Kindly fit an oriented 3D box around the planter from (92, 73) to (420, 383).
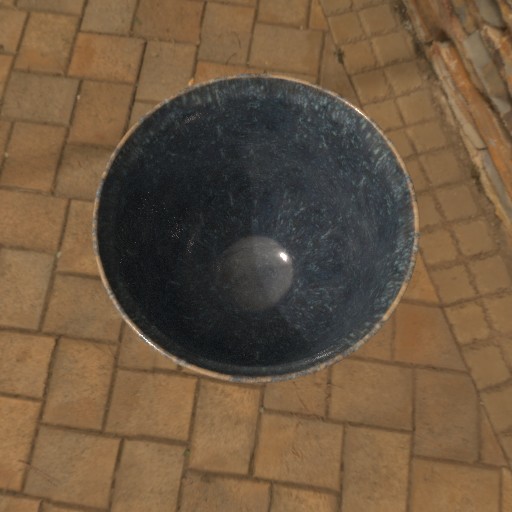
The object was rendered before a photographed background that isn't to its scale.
[{"bbox_3d":[0.000,0.000,0.489,0.266,0.270,0.266,0,75,0],"label":"planter"}]
